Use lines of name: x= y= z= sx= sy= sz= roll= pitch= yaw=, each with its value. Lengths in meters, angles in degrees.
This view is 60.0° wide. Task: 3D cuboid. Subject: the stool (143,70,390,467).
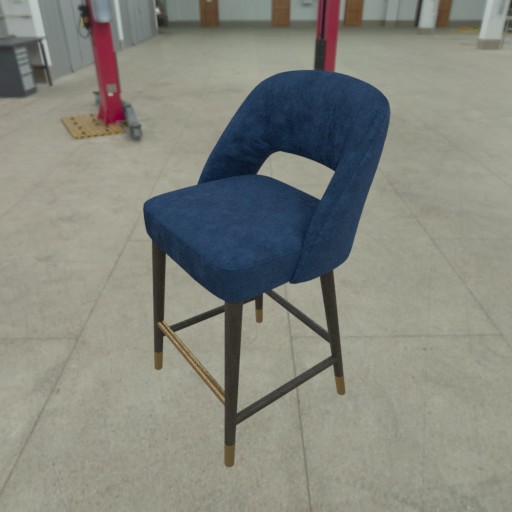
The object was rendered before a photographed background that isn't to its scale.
stool: x=0.000 y=0.000 z=1.243 sx=0.524 sy=0.925 sz=0.536 roll=-20 pitch=36 yaw=-30
